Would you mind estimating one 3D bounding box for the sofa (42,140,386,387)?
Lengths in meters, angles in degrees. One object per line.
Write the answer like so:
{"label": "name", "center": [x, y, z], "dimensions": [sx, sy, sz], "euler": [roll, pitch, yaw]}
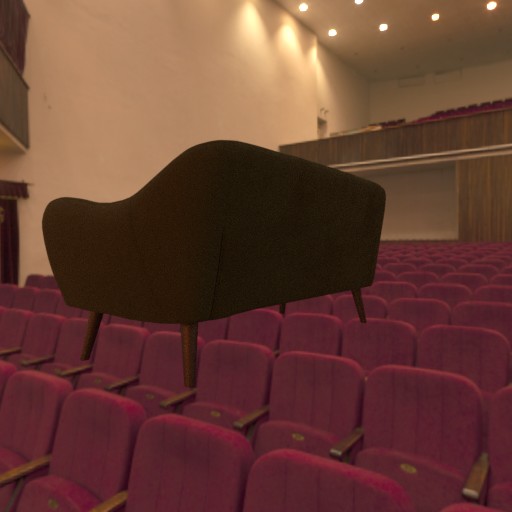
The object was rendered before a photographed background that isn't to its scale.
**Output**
{"label": "sofa", "center": [0.000, 0.000, 2.244], "dimensions": [0.820, 0.836, 1.840], "euler": [1, 2, 36]}
